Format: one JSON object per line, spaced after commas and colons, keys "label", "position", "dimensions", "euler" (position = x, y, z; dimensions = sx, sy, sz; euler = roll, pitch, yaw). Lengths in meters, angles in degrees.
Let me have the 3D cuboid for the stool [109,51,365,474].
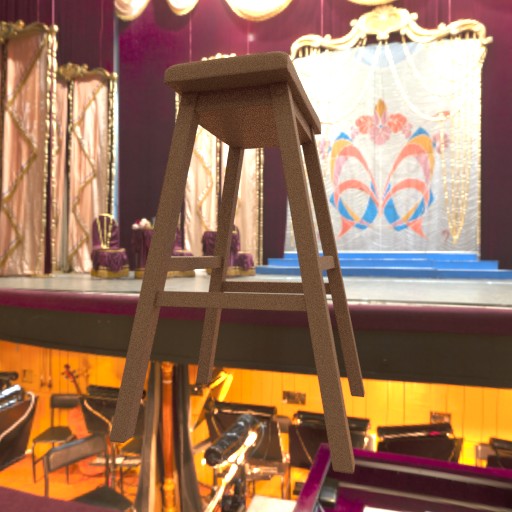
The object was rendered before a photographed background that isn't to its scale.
{"label": "stool", "position": [0.000, 0.000, 1.034], "dimensions": [0.476, 0.737, 0.457], "euler": [0, 0, 16]}
